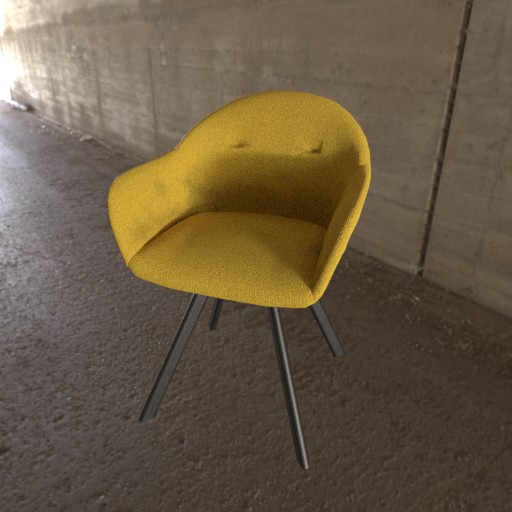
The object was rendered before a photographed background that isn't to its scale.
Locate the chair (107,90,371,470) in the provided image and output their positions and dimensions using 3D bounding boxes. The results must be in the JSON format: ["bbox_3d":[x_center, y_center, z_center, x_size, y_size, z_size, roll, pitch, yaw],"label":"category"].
[{"bbox_3d":[0.000,0.000,1.164,0.545,0.775,0.565,9,27,18],"label":"chair"}]
